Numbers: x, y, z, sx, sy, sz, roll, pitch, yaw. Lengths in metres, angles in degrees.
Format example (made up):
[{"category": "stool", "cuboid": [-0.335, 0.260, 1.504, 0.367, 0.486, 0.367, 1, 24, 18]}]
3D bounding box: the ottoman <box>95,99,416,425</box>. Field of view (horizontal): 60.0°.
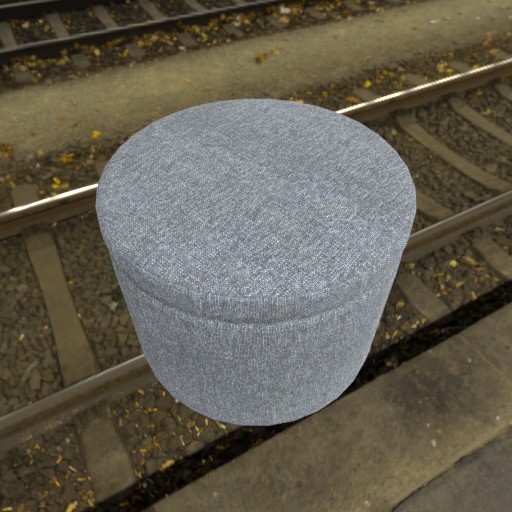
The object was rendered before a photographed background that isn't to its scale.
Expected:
[{"category": "ottoman", "cuboid": [0.000, 0.000, 0.840, 0.500, 0.419, 0.500, 0, 47, 0]}]
